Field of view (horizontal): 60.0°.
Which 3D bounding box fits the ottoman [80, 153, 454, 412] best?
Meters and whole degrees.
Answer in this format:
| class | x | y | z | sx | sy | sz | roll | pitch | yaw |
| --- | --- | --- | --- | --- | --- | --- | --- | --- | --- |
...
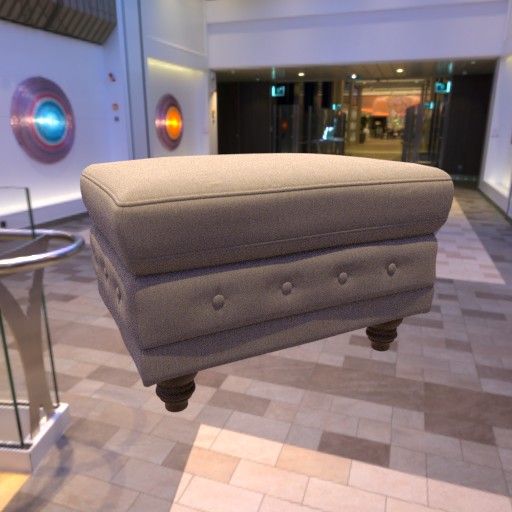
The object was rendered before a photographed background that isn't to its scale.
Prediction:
| class | x | y | z | sx | sy | sz | roll | pitch | yaw |
| --- | --- | --- | --- | --- | --- | --- | --- | --- | --- |
| ottoman | 0.000 | 0.000 | 1.138 | 0.771 | 0.500 | 0.569 | -8 | 18 | -26 |
